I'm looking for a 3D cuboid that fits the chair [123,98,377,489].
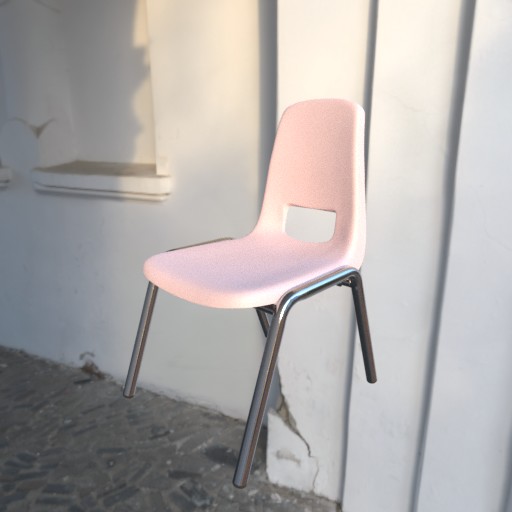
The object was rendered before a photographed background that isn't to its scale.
[{"bbox_3d":[0.000,0.000,0.848,0.423,0.586,0.354,-15,22,-43],"label":"chair"}]
